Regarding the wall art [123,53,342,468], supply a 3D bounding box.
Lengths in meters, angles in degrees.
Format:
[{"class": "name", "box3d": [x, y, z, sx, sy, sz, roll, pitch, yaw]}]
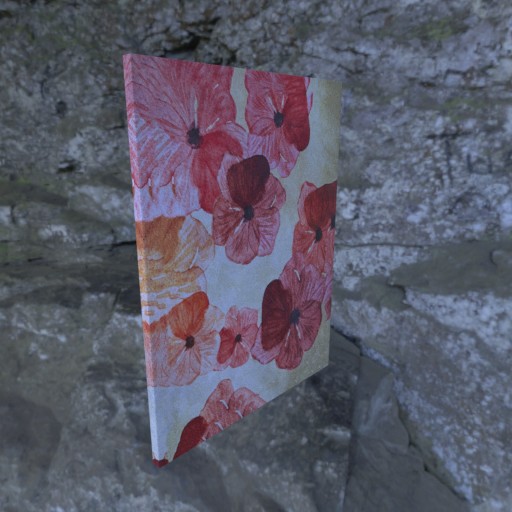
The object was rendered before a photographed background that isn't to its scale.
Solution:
[{"class": "wall art", "box3d": [0.000, 0.000, 1.310, 0.031, 1.015, 0.762, 15, 21, 43]}]
